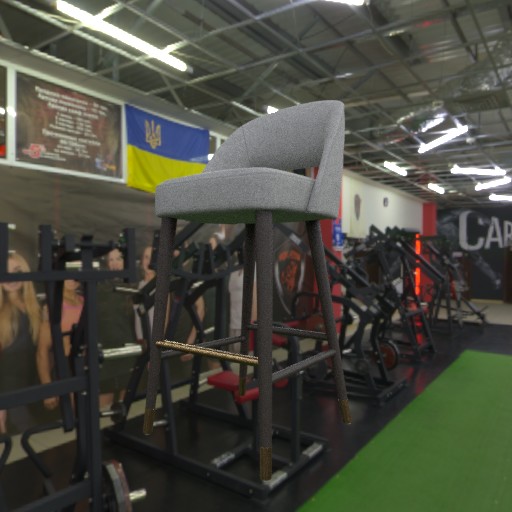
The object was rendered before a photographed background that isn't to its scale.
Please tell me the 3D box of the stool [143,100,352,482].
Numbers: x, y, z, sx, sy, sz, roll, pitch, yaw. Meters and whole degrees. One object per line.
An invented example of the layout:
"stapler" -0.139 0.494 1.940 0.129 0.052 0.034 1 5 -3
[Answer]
"stool" 0.000 0.000 1.350 0.494 1.037 0.509 1 1 38
